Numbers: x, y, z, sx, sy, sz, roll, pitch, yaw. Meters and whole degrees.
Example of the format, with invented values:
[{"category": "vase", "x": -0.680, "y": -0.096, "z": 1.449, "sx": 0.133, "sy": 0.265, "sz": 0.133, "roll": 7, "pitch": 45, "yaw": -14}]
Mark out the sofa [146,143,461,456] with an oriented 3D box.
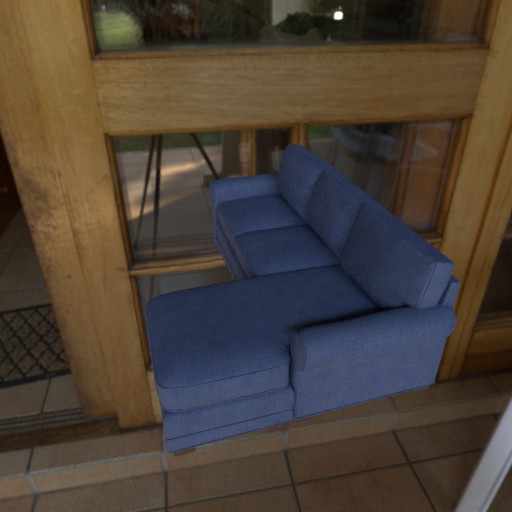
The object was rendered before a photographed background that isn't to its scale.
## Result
[{"category": "sofa", "x": 0.000, "y": 0.000, "z": 3.467, "sx": 1.780, "sy": 1.063, "sz": 2.567, "roll": -9, "pitch": 32, "yaw": -14}]
